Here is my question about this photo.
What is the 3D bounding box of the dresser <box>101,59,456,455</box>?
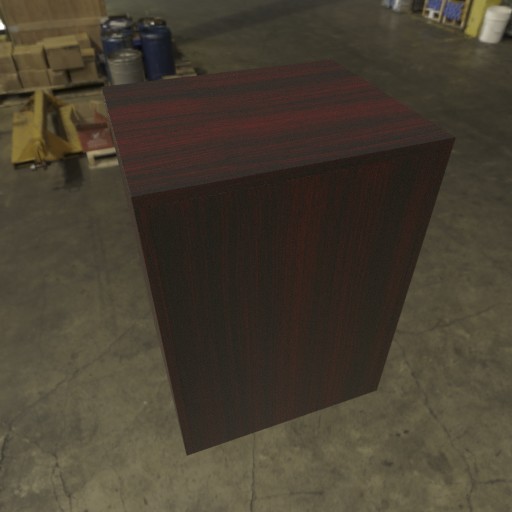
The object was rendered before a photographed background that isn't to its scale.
[{"bbox_3d":[0.000,0.000,0.811,0.400,0.560,0.360,-13,42,-15],"label":"dresser"}]
